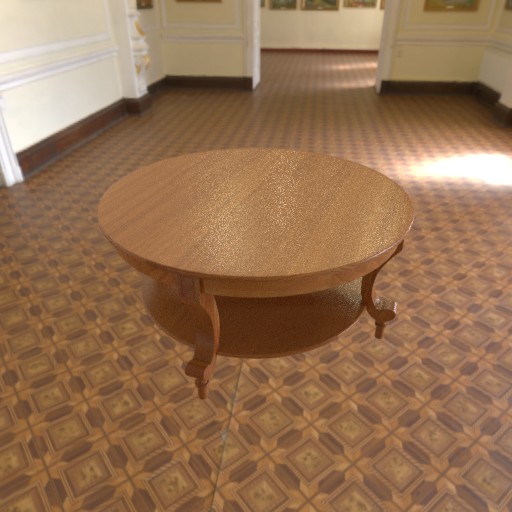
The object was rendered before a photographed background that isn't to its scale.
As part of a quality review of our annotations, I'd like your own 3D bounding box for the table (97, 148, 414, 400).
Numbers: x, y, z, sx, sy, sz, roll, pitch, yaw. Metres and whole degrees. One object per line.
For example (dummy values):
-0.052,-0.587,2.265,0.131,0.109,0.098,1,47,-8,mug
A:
0.000,0.000,1.618,1.029,0.490,1.029,0,31,0,table
